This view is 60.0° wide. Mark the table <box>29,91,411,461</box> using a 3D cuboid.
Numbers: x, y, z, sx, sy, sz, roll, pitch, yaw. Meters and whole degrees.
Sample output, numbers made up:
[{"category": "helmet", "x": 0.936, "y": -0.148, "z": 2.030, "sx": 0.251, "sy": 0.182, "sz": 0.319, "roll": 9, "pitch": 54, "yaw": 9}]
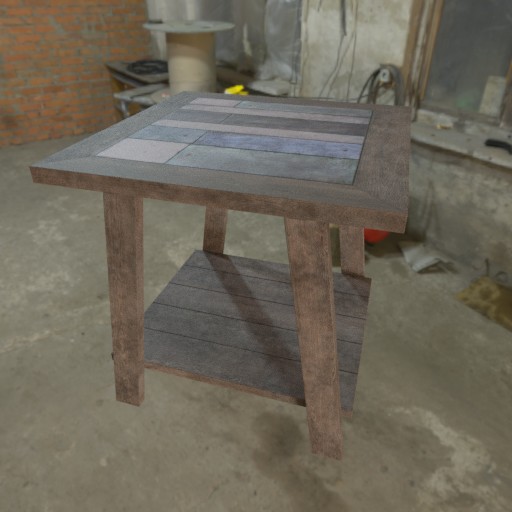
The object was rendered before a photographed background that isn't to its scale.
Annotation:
[{"category": "table", "x": 0.000, "y": 0.000, "z": 1.075, "sx": 0.610, "sy": 0.610, "sz": 0.610, "roll": 9, "pitch": 33, "yaw": 14}]
